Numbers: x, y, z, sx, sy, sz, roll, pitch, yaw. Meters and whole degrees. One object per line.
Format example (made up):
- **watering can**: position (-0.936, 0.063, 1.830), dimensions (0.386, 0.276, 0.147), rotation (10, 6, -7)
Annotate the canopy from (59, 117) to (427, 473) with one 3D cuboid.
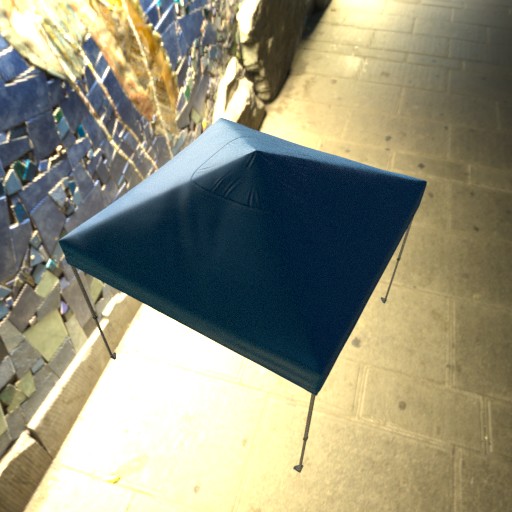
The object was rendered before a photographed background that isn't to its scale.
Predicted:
- **canopy**: position (0.000, 0.000, 5.447), dimensions (2.996, 2.997, 2.998), rotation (23, 50, 21)
